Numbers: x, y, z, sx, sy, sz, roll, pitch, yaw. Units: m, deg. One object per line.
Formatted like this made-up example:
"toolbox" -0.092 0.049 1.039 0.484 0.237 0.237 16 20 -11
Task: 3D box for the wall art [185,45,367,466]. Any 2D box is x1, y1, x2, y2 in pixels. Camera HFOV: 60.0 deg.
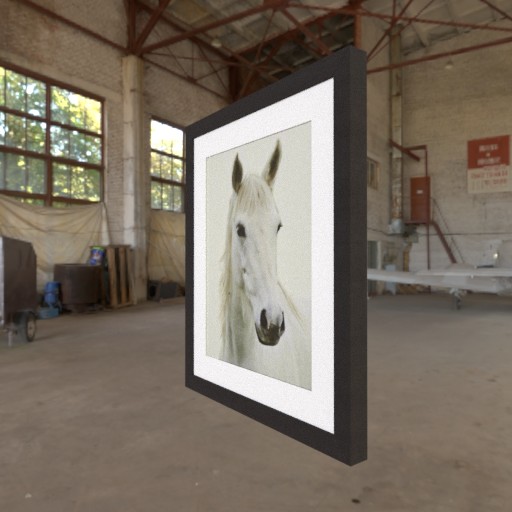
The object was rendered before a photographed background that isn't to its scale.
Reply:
"wall art" 0.000 0.000 0.772 0.034 0.552 0.455 0 0 -37
